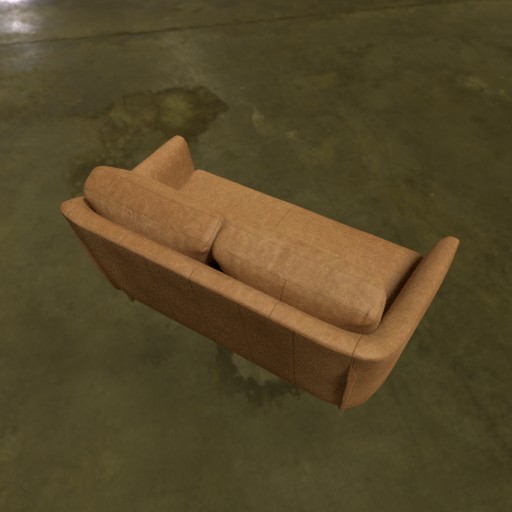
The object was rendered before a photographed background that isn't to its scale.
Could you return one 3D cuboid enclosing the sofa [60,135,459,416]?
[{"bbox_3d":[0.000,0.000,2.120,1.619,0.902,0.960,24,52,20],"label":"sofa"}]
